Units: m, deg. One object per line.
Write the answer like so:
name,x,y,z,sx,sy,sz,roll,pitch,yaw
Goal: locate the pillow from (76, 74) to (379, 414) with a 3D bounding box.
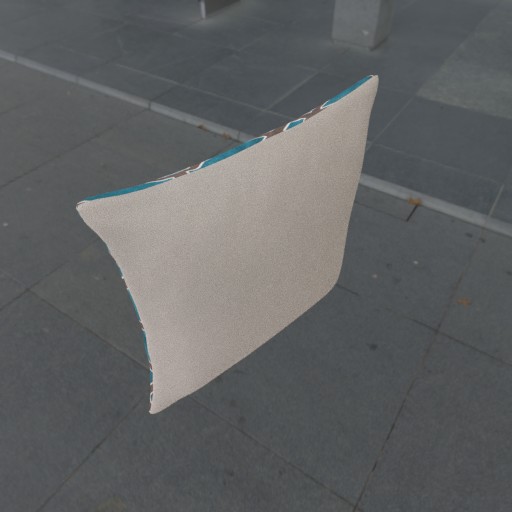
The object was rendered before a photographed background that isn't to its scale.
pillow,0.000,0.000,0.782,0.526,0.507,0.166,-32,53,-28
